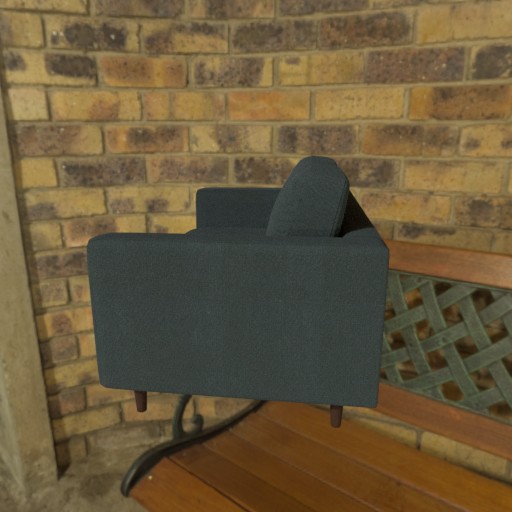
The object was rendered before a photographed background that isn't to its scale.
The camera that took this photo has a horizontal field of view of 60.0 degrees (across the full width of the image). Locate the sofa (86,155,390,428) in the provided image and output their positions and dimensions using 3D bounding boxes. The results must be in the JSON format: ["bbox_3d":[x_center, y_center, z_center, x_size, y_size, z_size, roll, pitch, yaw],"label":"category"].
[{"bbox_3d":[0.000,0.000,2.162,0.999,0.930,1.518,2,15,7],"label":"sofa"}]
